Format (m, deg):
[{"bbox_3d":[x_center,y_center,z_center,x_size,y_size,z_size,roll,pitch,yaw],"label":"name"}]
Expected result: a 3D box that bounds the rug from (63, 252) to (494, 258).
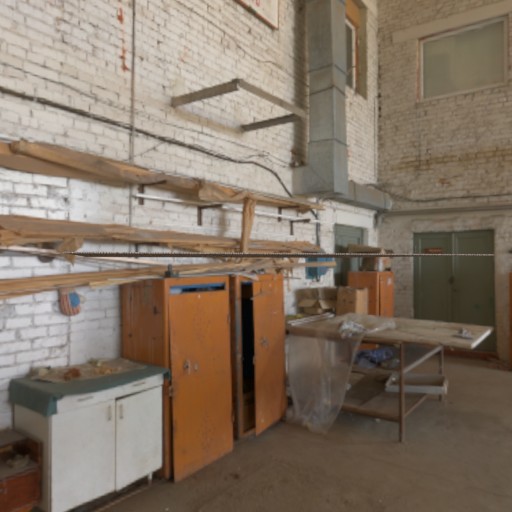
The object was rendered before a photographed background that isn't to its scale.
[{"bbox_3d":[0.000,0.000,4.066,3.035,0.008,2.425,0,-1,-18],"label":"rug"}]
